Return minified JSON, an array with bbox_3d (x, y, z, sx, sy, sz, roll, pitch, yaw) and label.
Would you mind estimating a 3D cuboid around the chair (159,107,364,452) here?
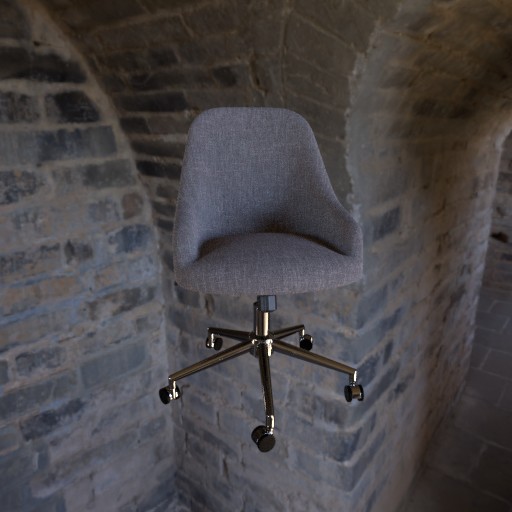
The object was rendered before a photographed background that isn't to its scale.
[{"bbox_3d":[0.000,0.000,1.450,0.671,0.950,0.712,-2,16,-8],"label":"chair"}]
